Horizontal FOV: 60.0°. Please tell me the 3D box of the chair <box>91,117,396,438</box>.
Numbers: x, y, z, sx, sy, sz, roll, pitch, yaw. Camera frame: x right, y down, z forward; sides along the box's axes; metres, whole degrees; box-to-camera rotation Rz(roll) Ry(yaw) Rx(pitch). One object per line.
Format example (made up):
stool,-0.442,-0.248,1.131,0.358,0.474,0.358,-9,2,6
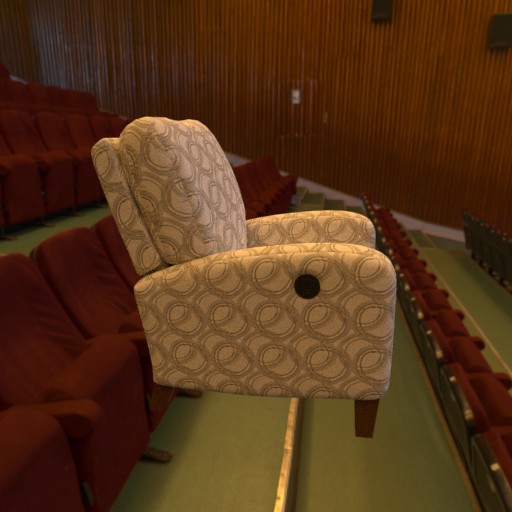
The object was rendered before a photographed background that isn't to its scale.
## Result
chair,0.000,0.000,1.782,0.995,1.065,0.796,2,16,9
